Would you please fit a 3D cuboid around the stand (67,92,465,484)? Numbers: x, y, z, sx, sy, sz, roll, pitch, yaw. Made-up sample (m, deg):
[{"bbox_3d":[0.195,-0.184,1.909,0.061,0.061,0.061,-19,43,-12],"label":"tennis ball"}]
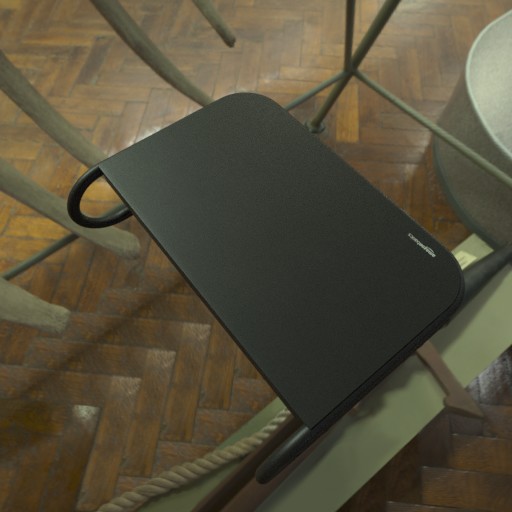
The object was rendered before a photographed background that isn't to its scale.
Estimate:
[{"bbox_3d":[0.000,0.000,0.499,0.280,0.108,0.370,-35,66,-18],"label":"stand"}]
